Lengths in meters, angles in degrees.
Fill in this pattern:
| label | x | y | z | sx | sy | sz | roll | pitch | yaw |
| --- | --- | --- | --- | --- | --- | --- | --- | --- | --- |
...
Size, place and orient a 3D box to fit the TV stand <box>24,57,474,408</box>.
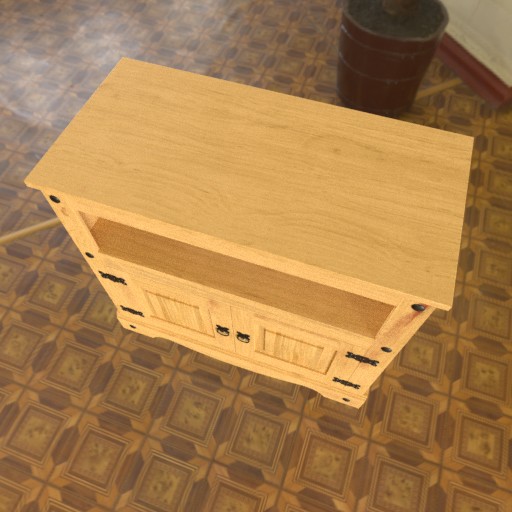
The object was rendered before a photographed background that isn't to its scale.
| label | x | y | z | sx | sy | sz | roll | pitch | yaw |
| --- | --- | --- | --- | --- | --- | --- | --- | --- | --- |
| TV stand | 0.000 | 0.000 | 1.265 | 0.851 | 0.787 | 0.430 | 17 | 60 | 10 |
